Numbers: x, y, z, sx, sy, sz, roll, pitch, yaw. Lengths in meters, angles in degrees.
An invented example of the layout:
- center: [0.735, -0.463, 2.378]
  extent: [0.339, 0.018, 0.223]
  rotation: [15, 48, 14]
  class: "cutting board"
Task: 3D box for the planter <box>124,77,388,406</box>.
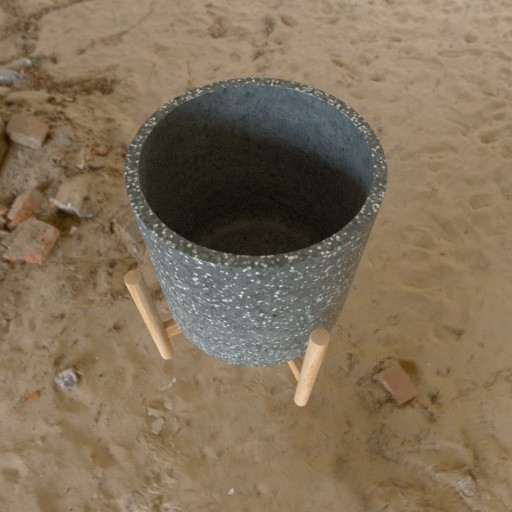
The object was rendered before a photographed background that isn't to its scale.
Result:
- center: [0.000, 0.000, 0.691]
  extent: [0.360, 0.419, 0.360]
  rotation: [-3, 57, -2]
  class: "planter"
